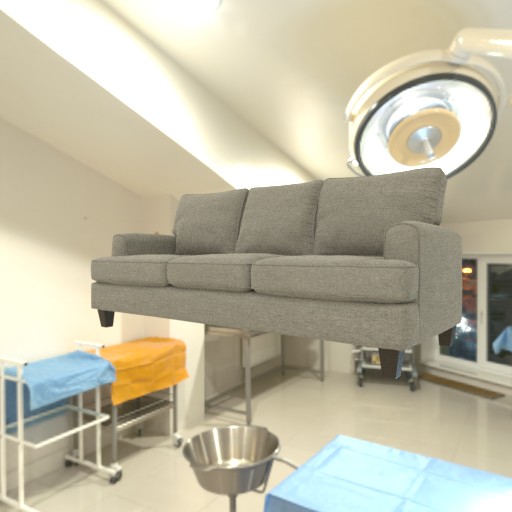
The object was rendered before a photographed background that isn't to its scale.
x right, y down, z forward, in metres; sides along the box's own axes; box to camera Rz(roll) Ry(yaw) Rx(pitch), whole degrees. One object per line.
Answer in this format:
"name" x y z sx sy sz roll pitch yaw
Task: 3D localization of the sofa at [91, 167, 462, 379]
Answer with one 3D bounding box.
"sofa" 0.000 0.000 2.701 2.158 0.965 0.951 0 1 38
